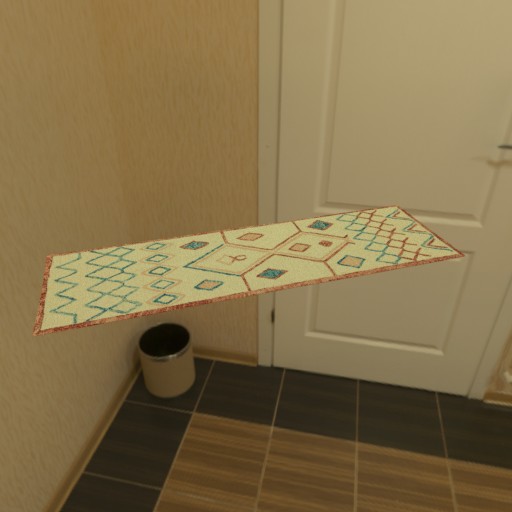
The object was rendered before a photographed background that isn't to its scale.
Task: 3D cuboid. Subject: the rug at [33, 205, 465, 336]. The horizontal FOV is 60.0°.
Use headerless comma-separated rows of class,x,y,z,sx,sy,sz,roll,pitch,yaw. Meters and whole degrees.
rug,0.000,0.000,2.696,2.435,0.011,0.750,-9,33,-14
